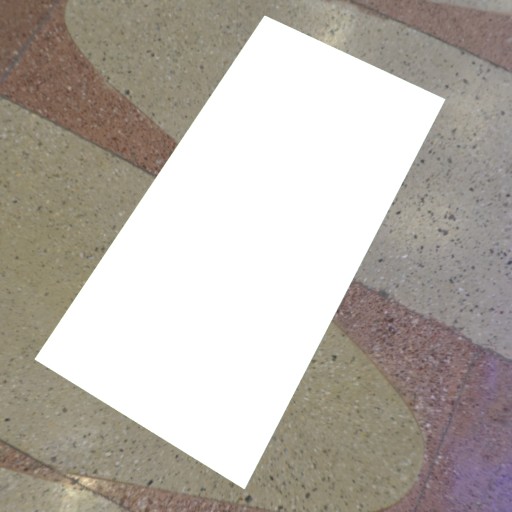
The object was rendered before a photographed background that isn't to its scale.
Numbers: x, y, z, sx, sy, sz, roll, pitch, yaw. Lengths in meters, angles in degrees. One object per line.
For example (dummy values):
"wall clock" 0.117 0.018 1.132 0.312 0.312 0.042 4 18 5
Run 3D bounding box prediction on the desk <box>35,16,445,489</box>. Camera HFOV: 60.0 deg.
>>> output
"desk" 0.000 0.000 1.466 0.560 0.730 1.100 28 77 7
